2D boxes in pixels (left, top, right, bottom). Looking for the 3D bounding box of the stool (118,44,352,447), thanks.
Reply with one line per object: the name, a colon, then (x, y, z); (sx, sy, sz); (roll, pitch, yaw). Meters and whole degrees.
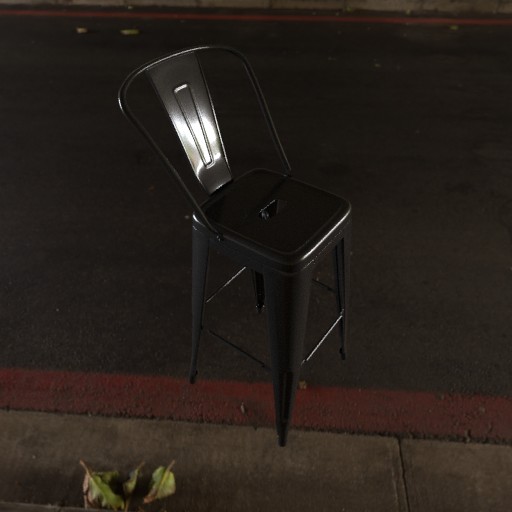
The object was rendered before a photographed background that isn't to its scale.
stool: (0.000, 0.000, 1.281); (0.528, 1.022, 0.432); (26, 48, 26)
